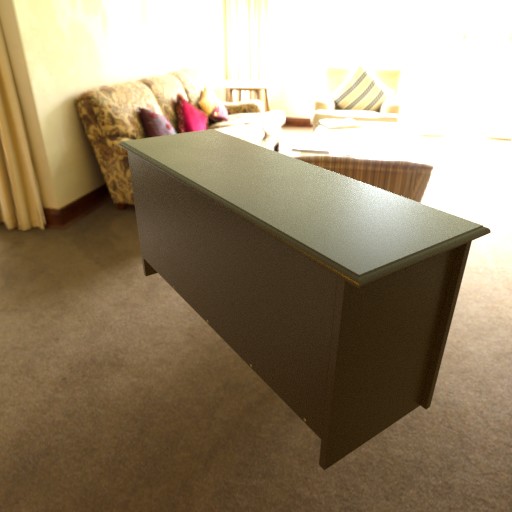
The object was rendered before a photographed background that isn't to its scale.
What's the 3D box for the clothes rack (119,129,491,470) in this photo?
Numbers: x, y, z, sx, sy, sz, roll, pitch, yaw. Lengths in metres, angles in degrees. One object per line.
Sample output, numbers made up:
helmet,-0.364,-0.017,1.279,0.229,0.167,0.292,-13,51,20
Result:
clothes rack,0.000,0.000,1.433,0.406,0.556,1.219,-18,33,-30
